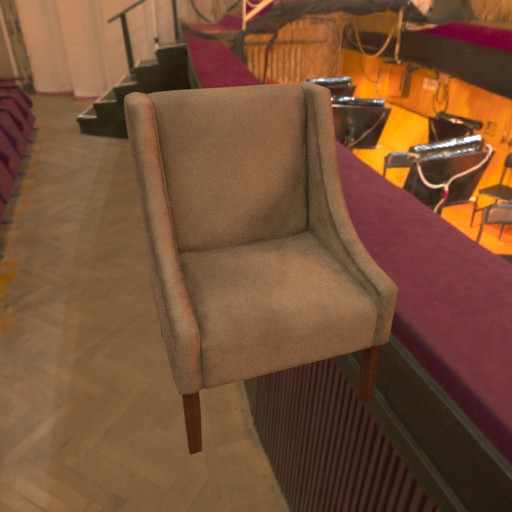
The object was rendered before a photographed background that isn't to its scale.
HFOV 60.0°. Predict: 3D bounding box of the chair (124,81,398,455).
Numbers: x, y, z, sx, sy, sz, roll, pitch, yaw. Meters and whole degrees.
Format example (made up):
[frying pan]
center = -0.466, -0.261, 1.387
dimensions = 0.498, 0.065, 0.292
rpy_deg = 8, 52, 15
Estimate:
[chair]
center = 0.000, 0.000, 1.358
dimensions = 0.629, 0.895, 0.629
rpy_deg = -10, 33, -16
